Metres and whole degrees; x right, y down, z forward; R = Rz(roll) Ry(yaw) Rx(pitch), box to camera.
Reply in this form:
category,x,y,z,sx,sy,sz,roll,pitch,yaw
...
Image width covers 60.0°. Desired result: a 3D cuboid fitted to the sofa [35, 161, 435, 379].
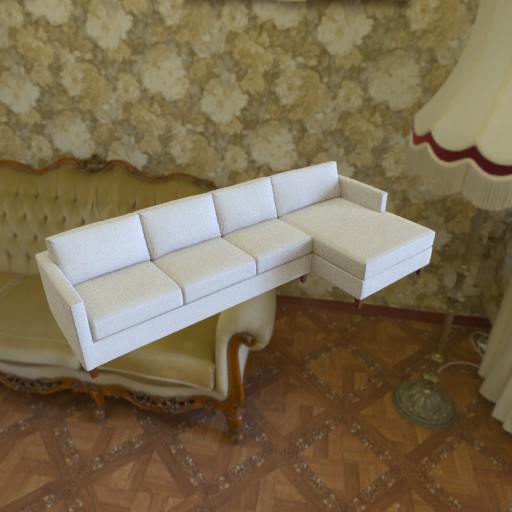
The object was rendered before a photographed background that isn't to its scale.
category,x,y,z,sx,sy,sz,roll,pitch,yaw
sofa,0.000,0.000,4.187,3.471,0.954,1.599,-21,36,-32
